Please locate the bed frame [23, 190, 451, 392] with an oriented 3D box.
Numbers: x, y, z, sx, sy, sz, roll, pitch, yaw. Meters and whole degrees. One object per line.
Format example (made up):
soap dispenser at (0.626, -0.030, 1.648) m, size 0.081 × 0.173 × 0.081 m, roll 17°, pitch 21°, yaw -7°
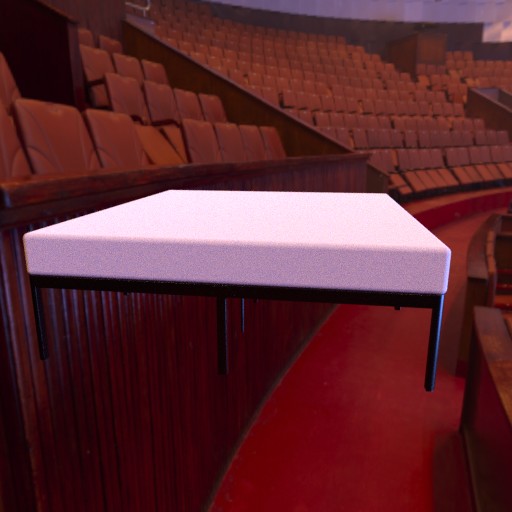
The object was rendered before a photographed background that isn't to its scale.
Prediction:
bed frame at (0.000, 0.000, 3.027) m, size 1.963 × 0.659 × 2.079 m, roll 2°, pitch 14°, yaw 9°
